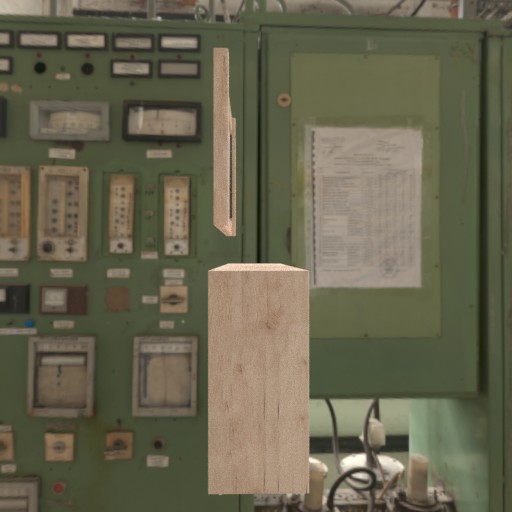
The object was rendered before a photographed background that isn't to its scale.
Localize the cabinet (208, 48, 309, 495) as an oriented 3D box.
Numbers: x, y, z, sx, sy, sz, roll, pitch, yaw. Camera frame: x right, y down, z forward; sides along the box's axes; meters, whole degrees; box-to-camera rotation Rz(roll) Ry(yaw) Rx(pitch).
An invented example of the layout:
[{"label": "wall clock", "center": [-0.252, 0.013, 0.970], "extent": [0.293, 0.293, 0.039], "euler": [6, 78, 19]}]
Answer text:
[{"label": "cabinet", "center": [0.000, 0.000, 2.685], "extent": [0.420, 1.981, 1.700], "euler": [0, 0, -1]}]
